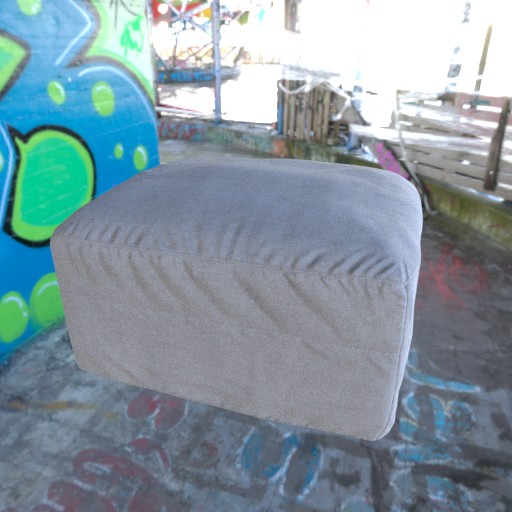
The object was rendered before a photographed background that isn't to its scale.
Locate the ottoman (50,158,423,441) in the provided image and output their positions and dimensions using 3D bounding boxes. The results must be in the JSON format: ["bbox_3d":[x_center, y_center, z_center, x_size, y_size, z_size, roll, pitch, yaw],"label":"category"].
[{"bbox_3d":[0.000,0.000,1.222,0.837,0.481,0.683,8,27,17],"label":"ottoman"}]
